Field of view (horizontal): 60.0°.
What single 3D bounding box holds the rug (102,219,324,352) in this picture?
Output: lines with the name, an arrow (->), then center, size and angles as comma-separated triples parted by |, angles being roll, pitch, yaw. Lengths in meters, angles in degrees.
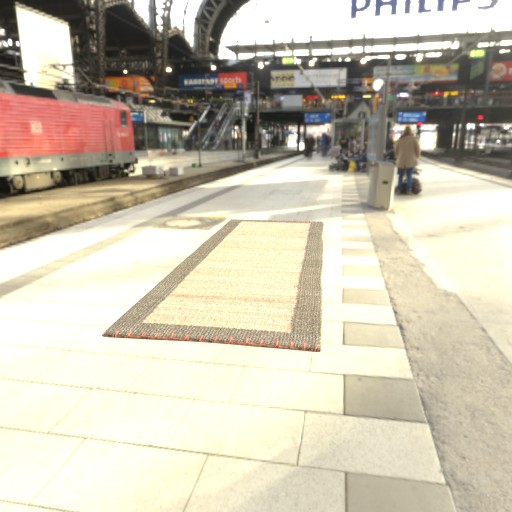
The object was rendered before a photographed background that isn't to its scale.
rug -> 0.000, 0.000, 2.702 | 0.810, 0.016, 2.413 | 2, 15, 8
